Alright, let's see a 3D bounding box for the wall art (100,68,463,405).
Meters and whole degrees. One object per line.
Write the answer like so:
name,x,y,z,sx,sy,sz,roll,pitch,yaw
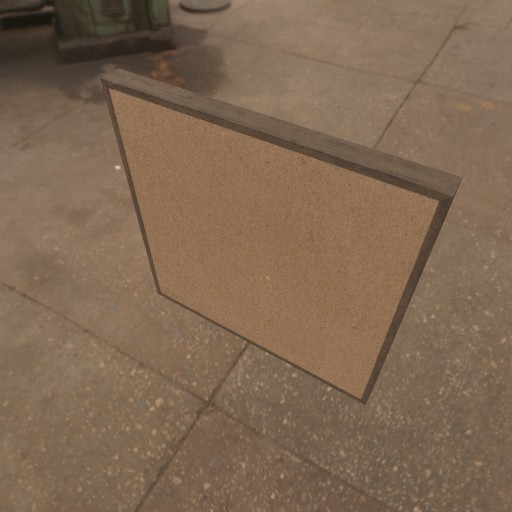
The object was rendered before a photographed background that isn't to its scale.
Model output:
wall art,0.000,0.000,0.751,0.508,0.508,0.038,24,52,21
